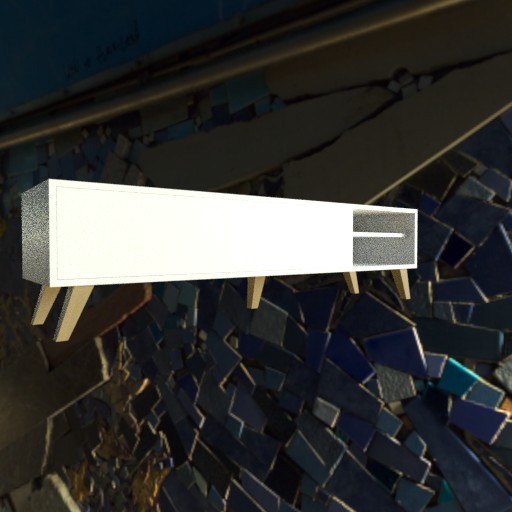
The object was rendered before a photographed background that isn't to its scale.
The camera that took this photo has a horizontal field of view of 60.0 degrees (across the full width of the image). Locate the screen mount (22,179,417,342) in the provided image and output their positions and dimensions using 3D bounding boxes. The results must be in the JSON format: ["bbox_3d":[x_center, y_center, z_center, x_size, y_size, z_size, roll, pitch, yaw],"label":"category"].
[{"bbox_3d":[0.000,0.000,1.808,1.644,0.432,0.399,-1,2,-37],"label":"screen mount"}]
